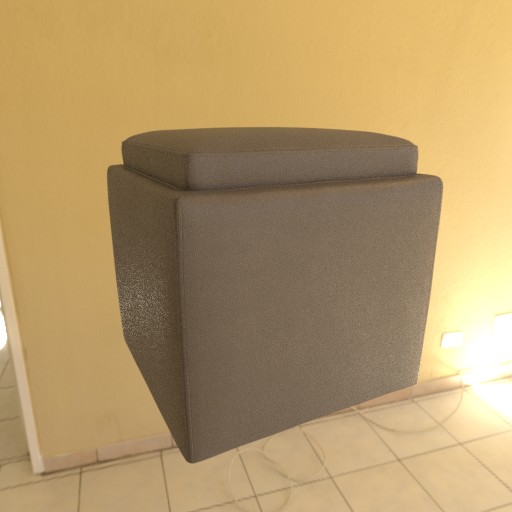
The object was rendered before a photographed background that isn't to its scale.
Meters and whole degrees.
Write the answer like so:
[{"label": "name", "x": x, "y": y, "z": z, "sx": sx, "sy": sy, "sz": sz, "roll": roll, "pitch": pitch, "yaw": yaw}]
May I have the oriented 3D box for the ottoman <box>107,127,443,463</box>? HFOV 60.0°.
[{"label": "ottoman", "x": 0.000, "y": 0.000, "z": 0.823, "sx": 0.451, "sy": 0.460, "sz": 0.450, "roll": -9, "pitch": 19, "yaw": -26}]
